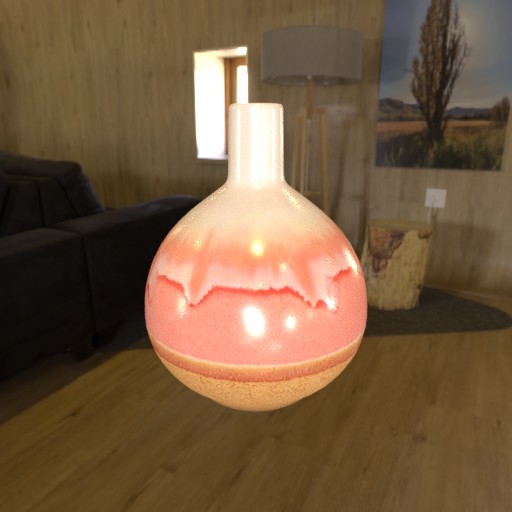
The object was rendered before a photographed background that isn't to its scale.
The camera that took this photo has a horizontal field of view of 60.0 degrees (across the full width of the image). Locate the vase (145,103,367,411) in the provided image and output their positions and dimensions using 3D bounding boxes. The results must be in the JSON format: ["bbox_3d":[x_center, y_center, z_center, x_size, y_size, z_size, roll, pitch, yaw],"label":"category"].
[{"bbox_3d":[0.000,0.000,0.272,0.137,0.176,0.137,0,17,0],"label":"vase"}]
